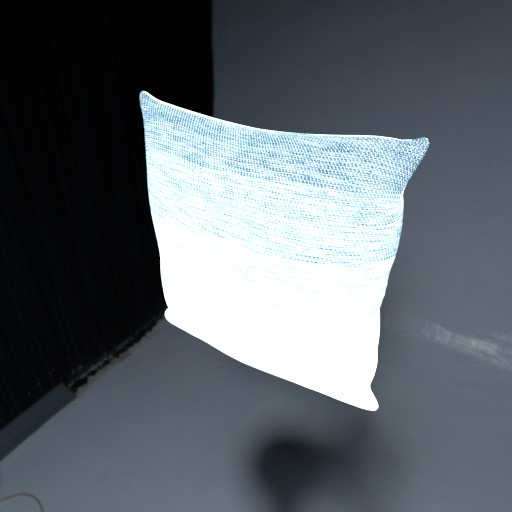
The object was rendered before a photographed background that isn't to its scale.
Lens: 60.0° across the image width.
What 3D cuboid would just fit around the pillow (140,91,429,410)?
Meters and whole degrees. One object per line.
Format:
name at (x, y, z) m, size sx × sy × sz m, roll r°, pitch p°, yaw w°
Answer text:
pillow at (0.000, 0.000, 0.678) m, size 0.440 × 0.441 × 0.182 m, roll 18°, pitch 35°, yaw 28°
